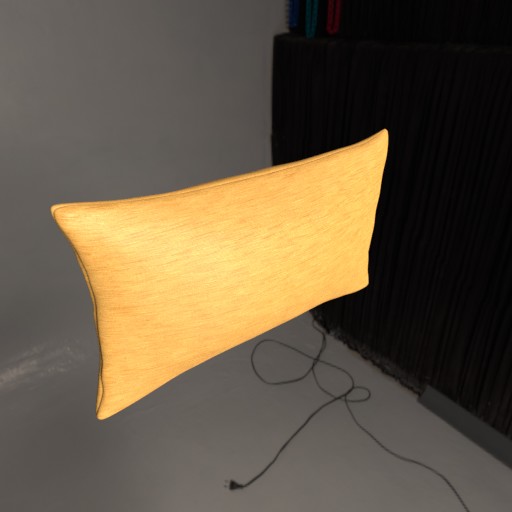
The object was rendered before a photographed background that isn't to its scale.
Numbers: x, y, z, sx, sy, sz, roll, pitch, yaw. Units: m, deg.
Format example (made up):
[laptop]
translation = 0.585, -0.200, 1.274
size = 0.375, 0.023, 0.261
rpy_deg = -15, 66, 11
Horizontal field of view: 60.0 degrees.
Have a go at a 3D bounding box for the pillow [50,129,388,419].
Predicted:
[pillow]
translation = 0.000, 0.000, 0.775
size = 0.634, 0.354, 0.210
rpy_deg = -20, 35, -33
